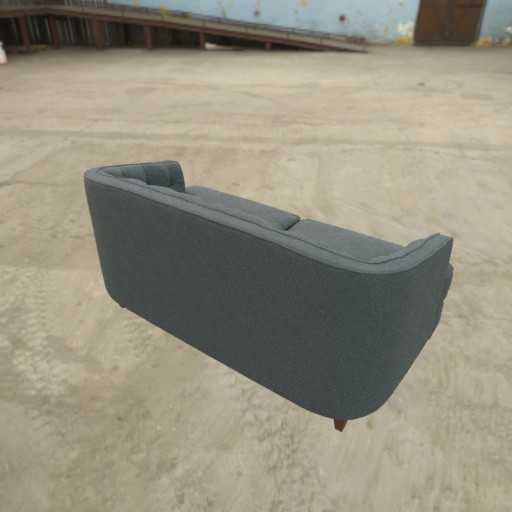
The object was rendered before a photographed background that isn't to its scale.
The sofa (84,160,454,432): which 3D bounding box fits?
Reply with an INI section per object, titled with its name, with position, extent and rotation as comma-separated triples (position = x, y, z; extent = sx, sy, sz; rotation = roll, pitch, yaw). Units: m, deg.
[sofa]
position = 0.000, 0.000, 2.267
extent = 1.733, 0.855, 0.941
rotation = 21, 36, 31
